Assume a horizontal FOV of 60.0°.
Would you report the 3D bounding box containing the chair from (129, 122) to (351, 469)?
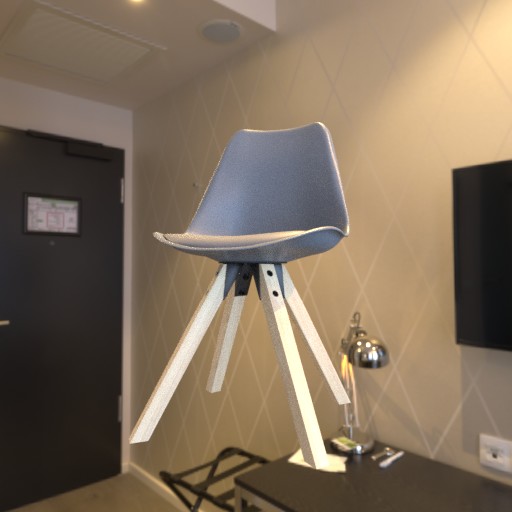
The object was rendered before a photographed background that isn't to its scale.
[{"bbox_3d":[0.000,0.000,1.179,0.485,0.850,0.550,-1,-2,18],"label":"chair"}]
